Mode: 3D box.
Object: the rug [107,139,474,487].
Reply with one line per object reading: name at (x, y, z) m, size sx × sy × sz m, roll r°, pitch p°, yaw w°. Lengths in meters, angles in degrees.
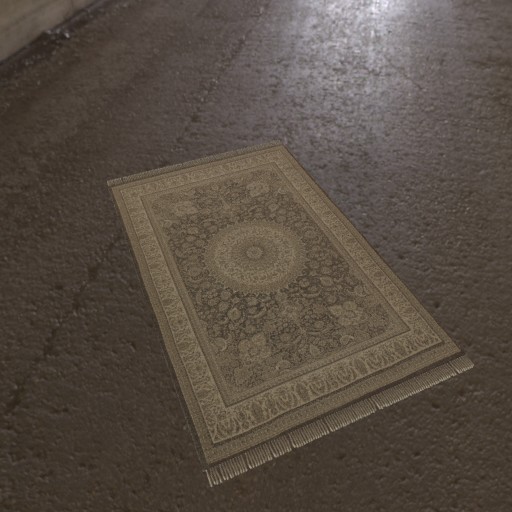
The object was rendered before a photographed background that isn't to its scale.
rug at (0.000, 0.000, 2.943) m, size 1.528 × 0.010 × 2.440 m, roll -18°, pitch 49°, yaw -16°
